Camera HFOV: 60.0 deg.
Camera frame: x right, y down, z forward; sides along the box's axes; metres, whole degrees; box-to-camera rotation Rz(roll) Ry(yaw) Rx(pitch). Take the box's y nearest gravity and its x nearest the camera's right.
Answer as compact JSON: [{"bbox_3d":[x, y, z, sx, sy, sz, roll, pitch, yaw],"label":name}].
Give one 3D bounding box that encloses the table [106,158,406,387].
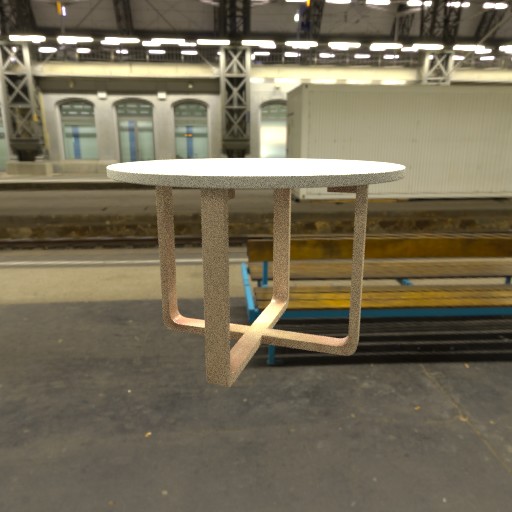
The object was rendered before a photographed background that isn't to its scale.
[{"bbox_3d":[0.000,0.000,0.986,0.600,0.400,0.600,0,15,0],"label":"table"}]
